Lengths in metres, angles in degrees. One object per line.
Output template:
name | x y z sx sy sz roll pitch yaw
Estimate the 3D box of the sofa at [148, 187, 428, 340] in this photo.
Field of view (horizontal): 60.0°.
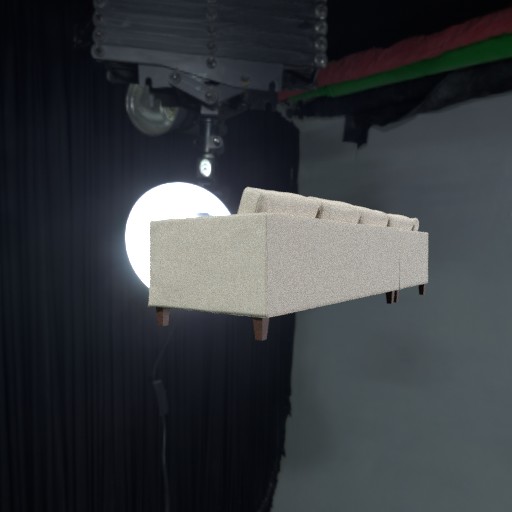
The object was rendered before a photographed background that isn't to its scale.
sofa | 0.000 0.000 4.308 2.432 0.863 3.182 0 1 36
